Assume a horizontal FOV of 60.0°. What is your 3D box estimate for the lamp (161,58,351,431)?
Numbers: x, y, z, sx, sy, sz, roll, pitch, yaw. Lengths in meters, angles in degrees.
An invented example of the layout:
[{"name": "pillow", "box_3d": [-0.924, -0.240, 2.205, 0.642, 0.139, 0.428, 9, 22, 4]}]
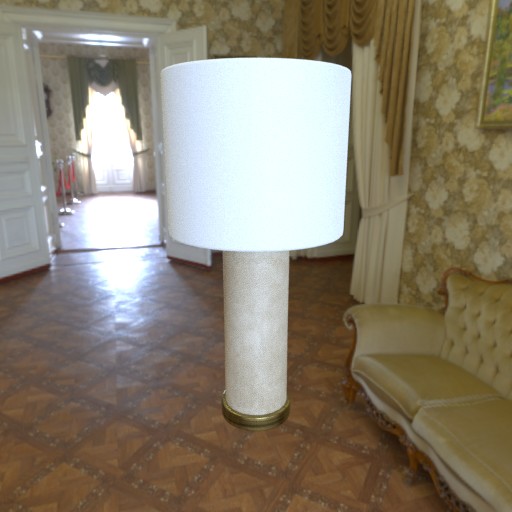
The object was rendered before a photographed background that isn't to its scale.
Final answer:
[{"name": "lamp", "box_3d": [0.000, 0.000, 0.801, 0.305, 0.634, 0.305, 7, 17, 25]}]
